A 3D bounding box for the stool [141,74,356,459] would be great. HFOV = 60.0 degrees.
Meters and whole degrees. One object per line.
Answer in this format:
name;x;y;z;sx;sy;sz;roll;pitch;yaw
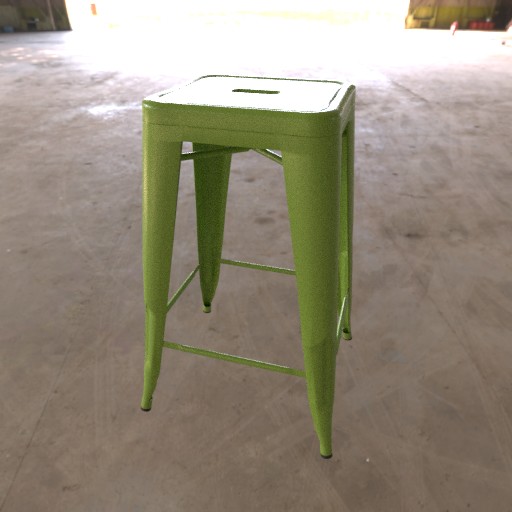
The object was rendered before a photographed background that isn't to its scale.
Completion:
stool;0.000;0.000;0.852;0.398;0.609;0.358;9;33;14
